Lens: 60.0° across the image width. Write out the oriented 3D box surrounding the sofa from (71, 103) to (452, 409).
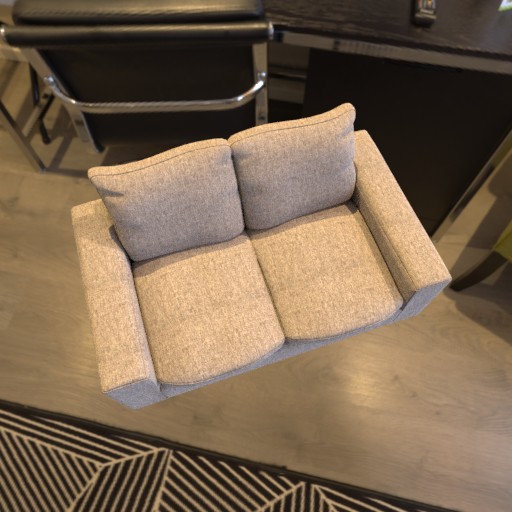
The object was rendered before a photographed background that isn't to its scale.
[{"bbox_3d":[0.000,0.000,2.371,1.758,0.877,1.094,-17,65,-8],"label":"sofa"}]
